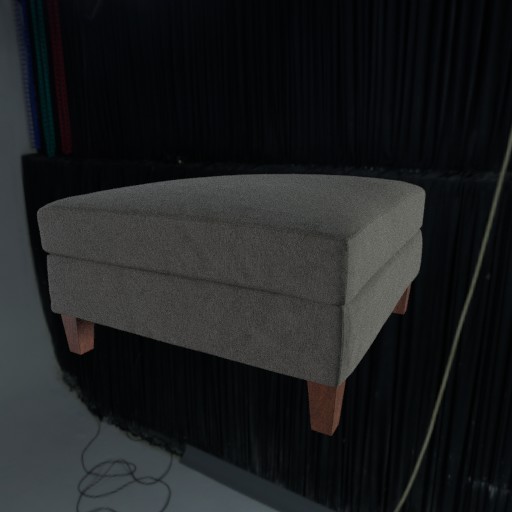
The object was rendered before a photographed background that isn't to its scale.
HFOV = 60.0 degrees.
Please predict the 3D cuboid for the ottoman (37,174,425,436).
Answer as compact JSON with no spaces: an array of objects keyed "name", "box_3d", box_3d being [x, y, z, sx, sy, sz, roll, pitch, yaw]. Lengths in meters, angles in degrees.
[{"name":"ottoman","box_3d":[0.000,0.000,1.368,0.861,0.482,0.881,8,17,28]}]
